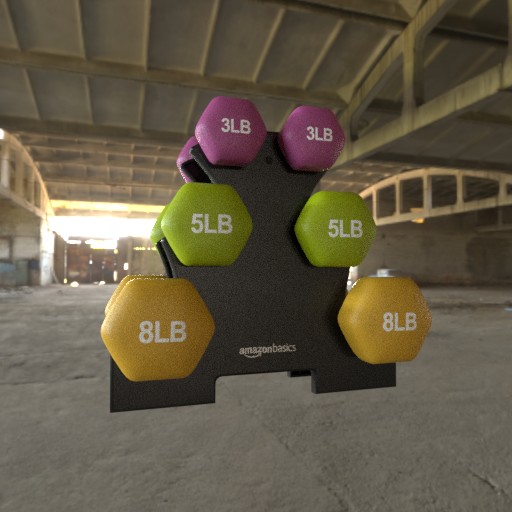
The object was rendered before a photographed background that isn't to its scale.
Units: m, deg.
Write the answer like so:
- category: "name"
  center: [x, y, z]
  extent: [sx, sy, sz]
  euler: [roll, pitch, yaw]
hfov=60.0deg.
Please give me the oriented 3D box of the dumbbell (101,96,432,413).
- category: "dumbbell"
  center: [0.000, 0.000, 0.459]
  extent: [0.300, 0.271, 0.190]
  euler: [0, -1, -17]
